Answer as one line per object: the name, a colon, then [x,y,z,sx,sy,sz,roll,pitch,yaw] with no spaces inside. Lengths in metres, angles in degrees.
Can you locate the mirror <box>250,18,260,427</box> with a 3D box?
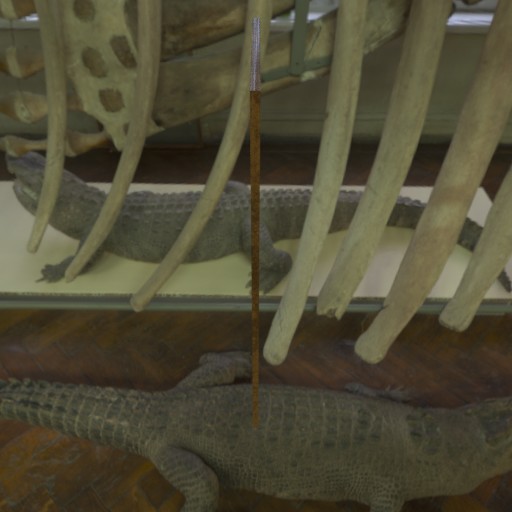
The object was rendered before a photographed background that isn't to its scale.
mirror: [0.000,0.000,2.288,0.032,2.031,0.812,0,42,0]
